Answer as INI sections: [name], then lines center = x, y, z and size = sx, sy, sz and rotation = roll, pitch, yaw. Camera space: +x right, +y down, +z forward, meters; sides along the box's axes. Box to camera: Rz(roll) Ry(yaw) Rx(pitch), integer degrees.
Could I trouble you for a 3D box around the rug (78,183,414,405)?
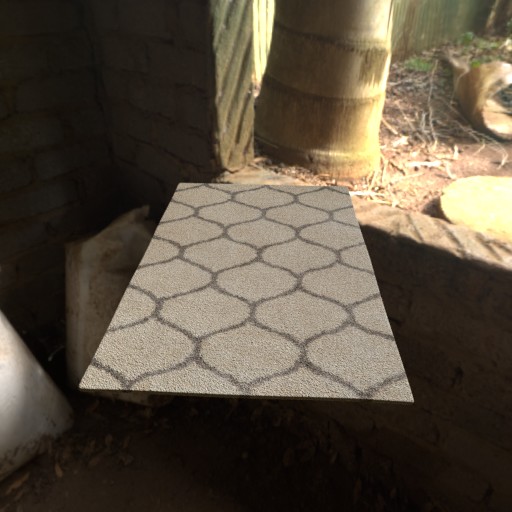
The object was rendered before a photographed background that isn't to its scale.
[rug]
center = 0.000, 0.000, 2.952
size = 1.501, 0.024, 2.348
rotation = 2, 32, 2
